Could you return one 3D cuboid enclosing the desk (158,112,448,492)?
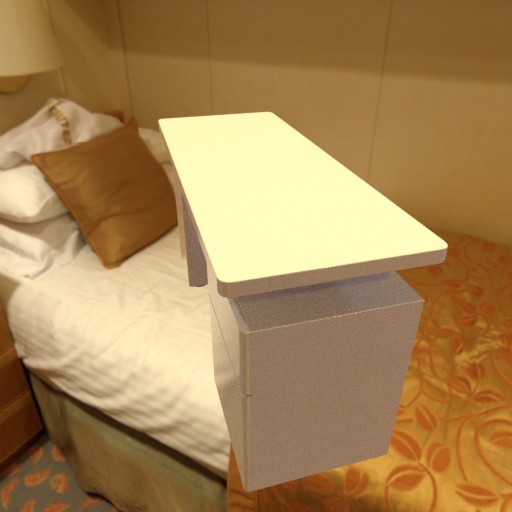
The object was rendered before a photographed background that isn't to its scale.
[{"bbox_3d":[0.000,0.000,1.733,0.550,0.762,1.400,-8,32,-14],"label":"desk"}]
